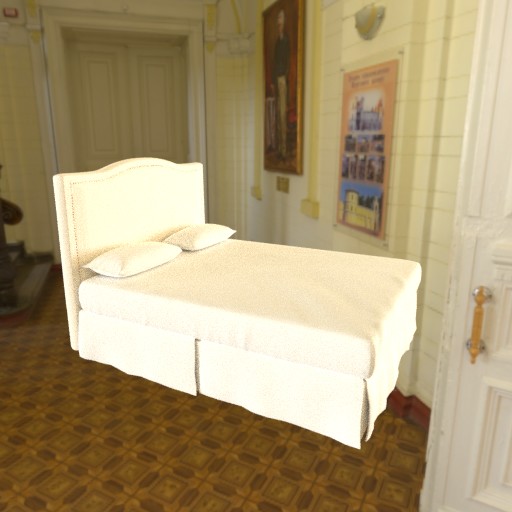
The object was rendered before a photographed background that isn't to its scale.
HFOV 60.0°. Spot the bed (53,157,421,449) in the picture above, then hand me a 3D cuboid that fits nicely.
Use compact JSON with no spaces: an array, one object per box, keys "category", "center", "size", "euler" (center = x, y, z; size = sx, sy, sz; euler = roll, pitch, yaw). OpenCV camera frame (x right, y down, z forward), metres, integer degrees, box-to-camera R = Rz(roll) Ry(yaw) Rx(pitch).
[{"category":"bed","center":[0.000,0.000,3.419],"size":[2.282,1.436,1.821],"euler":[8,17,26]}]
